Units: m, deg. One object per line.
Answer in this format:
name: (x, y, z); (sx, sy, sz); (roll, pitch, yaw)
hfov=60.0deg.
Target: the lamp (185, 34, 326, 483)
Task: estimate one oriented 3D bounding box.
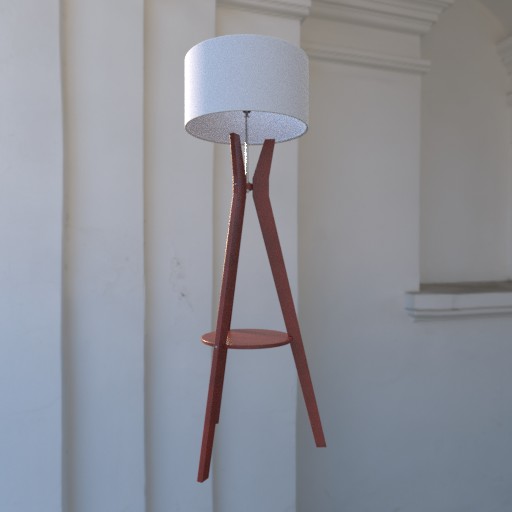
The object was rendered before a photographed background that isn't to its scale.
lamp: (0.000, 0.000, 1.707); (0.542, 1.472, 0.539); (0, 0, -1)
